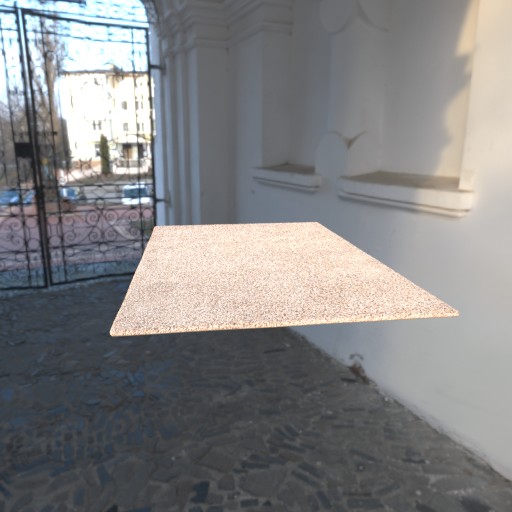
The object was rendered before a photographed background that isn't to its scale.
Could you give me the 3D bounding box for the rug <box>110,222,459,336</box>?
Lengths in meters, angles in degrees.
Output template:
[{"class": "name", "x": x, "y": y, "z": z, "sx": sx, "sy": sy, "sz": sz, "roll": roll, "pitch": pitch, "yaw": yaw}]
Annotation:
[{"class": "rug", "x": 0.000, "y": 0.000, "z": 3.510, "sx": 1.778, "sy": 0.030, "sz": 2.743, "roll": -2, "pitch": 14, "yaw": -8}]
